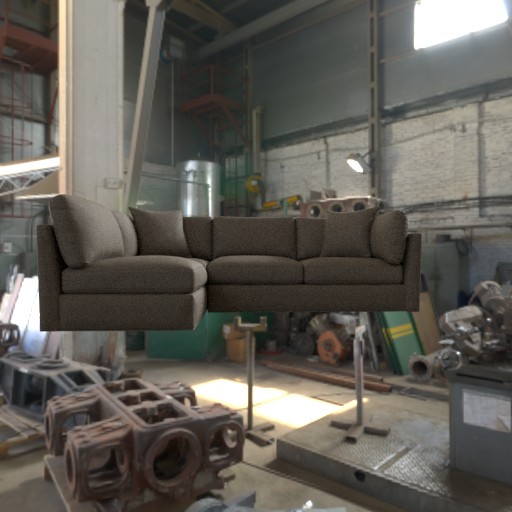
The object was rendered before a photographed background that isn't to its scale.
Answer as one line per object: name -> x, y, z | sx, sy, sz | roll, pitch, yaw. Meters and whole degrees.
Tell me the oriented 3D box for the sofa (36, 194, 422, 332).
sofa -> 0.000, 0.000, 3.862 | 2.896, 0.978, 1.994 | 0, 0, -2
